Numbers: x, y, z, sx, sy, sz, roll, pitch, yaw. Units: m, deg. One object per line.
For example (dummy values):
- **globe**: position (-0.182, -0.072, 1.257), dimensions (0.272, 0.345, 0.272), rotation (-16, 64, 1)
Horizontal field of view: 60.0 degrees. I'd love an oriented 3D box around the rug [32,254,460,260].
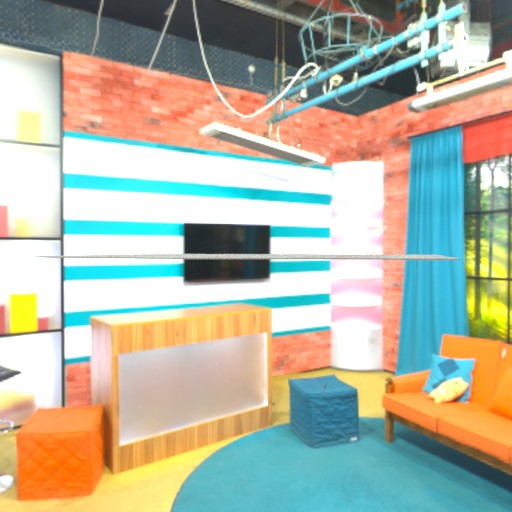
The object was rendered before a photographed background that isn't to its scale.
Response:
- **rug**: position (0.000, 0.000, 3.103), dimensions (2.442, 0.016, 1.527), rotation (0, 1, 18)
